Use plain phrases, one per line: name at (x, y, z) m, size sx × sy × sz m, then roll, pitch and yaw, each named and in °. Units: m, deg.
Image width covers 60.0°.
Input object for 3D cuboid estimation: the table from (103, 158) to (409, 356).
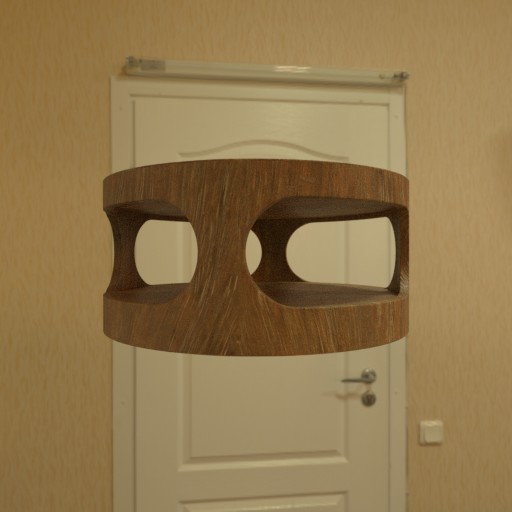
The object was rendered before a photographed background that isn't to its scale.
table at (0.000, 0.000, 1.492) m, size 0.974 × 0.450 × 0.974 m, roll 0°, pitch 0°, yaw 0°
